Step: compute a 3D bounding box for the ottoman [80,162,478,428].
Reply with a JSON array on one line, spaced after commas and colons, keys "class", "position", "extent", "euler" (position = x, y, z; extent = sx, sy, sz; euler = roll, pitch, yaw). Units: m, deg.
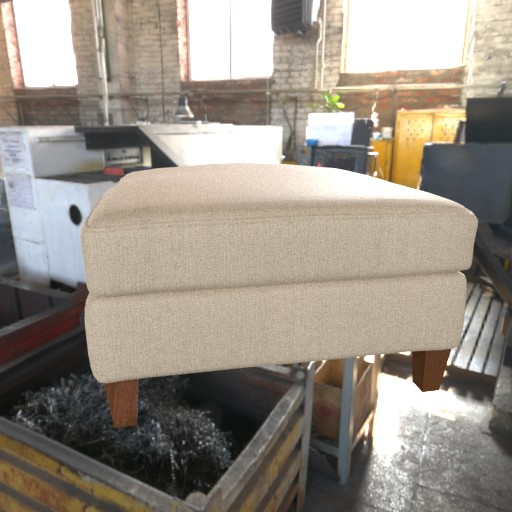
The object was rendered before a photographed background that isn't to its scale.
[{"class": "ottoman", "position": [0.000, 0.000, 1.305], "extent": [0.838, 0.503, 0.838], "euler": [-3, 17, -10]}]
